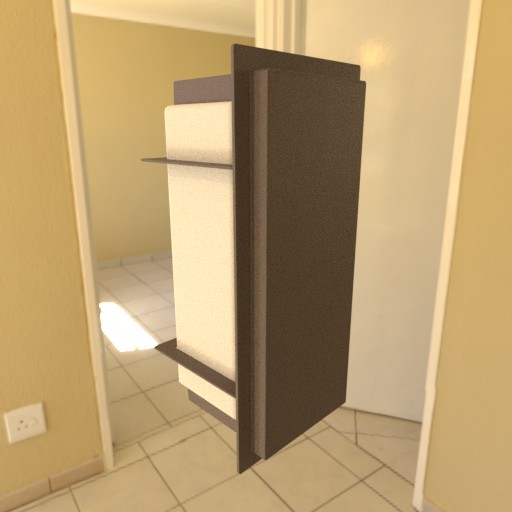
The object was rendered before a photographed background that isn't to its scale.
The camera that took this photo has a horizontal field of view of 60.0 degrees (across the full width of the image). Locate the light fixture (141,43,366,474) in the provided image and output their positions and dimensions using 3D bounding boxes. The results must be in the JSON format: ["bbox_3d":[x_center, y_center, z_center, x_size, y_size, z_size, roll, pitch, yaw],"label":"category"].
[{"bbox_3d":[0.000,0.000,0.431,0.153,0.347,0.146,-15,22,-43],"label":"light fixture"}]
